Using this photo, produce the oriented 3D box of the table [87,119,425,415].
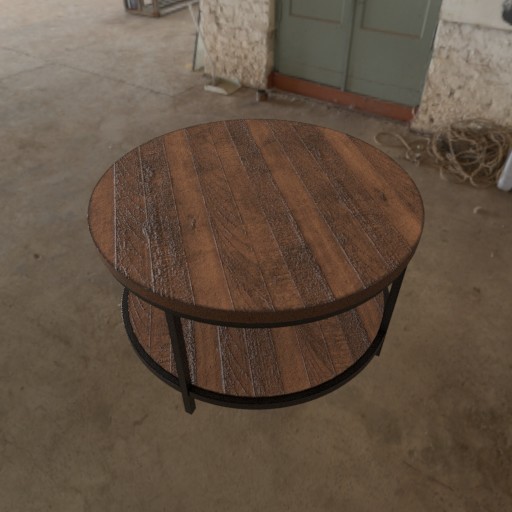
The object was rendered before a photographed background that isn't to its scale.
[{"bbox_3d":[0.000,0.000,1.296,0.837,0.462,0.837,0,42,0],"label":"table"}]
